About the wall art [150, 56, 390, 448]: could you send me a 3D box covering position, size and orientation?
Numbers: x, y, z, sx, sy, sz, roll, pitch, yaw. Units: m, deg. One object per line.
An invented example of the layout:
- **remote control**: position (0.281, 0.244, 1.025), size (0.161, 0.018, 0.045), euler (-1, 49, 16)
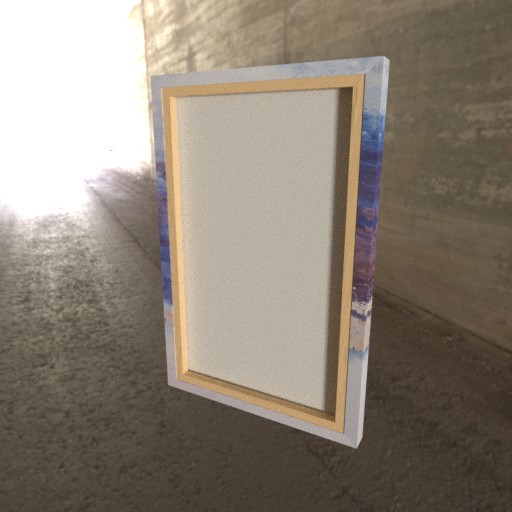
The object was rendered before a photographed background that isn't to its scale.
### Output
- **wall art**: position (0.000, 0.000, 1.112), size (0.583, 0.874, 0.048), euler (8, 17, 28)
